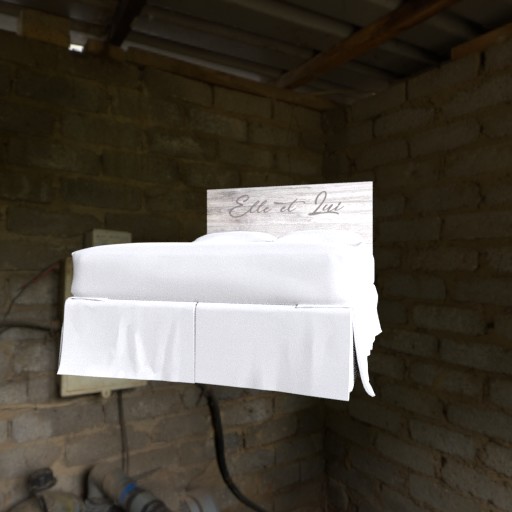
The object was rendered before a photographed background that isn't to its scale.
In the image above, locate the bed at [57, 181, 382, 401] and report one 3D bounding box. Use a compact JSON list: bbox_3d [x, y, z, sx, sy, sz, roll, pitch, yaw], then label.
[{"bbox_3d":[0.000,0.000,3.199,1.745,1.335,2.094,0,0,18],"label":"bed"}]
